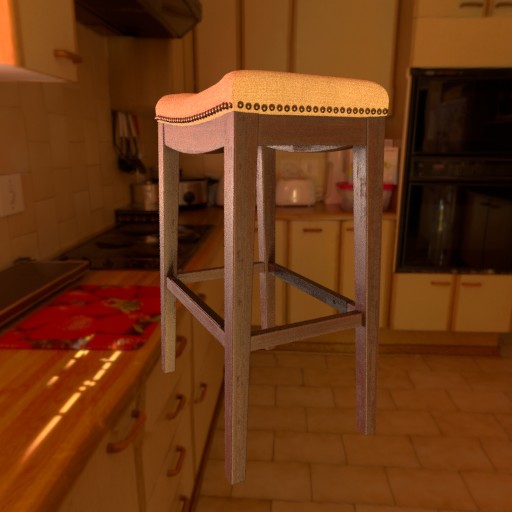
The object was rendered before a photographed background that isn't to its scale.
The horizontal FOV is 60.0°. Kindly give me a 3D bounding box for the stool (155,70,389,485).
[{"bbox_3d":[0.000,0.000,1.063,0.363,0.768,0.509,-7,16,-26],"label":"stool"}]
